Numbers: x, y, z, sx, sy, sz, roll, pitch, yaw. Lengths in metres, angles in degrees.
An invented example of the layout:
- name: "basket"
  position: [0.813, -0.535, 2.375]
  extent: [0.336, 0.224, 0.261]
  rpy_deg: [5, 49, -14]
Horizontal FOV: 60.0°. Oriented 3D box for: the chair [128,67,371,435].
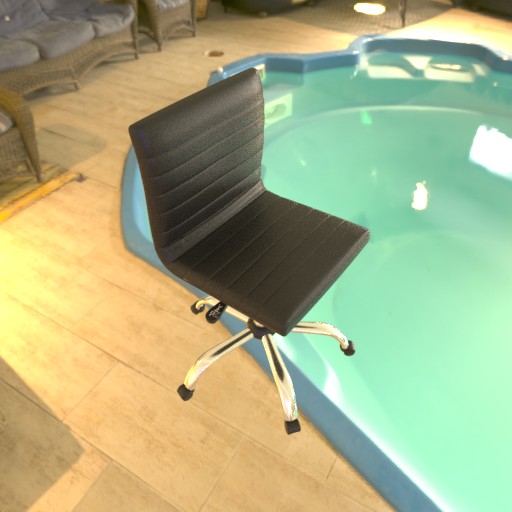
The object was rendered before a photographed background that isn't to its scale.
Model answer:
- name: "chair"
  position: [0.000, 0.000, 1.134]
  extent: [0.530, 0.780, 0.556]
  rpy_deg: [27, 49, 26]
